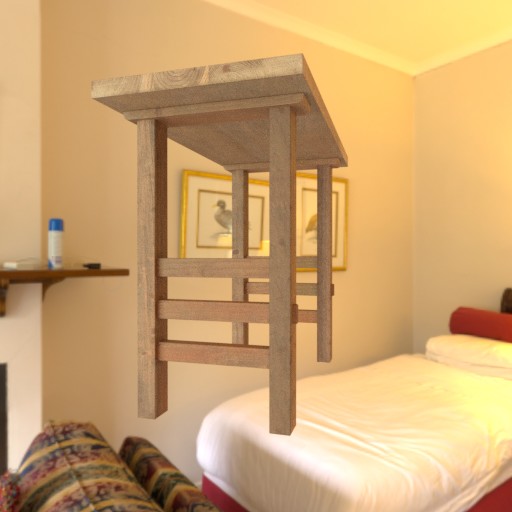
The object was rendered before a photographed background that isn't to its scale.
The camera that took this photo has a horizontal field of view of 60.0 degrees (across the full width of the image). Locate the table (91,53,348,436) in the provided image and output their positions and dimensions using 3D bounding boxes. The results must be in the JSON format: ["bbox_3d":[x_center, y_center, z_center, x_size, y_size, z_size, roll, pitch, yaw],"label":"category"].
[{"bbox_3d":[0.000,0.000,1.607,0.556,0.914,1.119,0,0,17],"label":"table"}]
